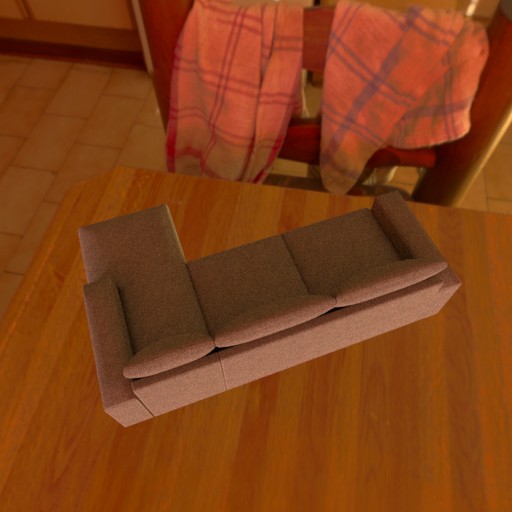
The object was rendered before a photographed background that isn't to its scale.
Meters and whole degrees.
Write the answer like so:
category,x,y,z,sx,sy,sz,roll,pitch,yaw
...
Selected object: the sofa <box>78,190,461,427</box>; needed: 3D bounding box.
category,x,y,z,sx,sy,sz,roll,pitch,yaw
sofa,0.000,0.000,3.636,2.718,0.940,1.689,-17,60,-10
